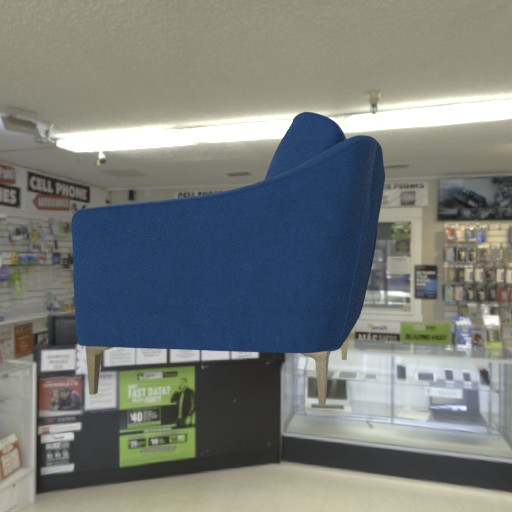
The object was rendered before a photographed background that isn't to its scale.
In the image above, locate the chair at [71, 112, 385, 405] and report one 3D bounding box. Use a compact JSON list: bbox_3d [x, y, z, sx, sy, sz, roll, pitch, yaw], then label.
[{"bbox_3d":[0.000,0.000,1.730,0.961,0.899,0.987,0,0,17],"label":"chair"}]
